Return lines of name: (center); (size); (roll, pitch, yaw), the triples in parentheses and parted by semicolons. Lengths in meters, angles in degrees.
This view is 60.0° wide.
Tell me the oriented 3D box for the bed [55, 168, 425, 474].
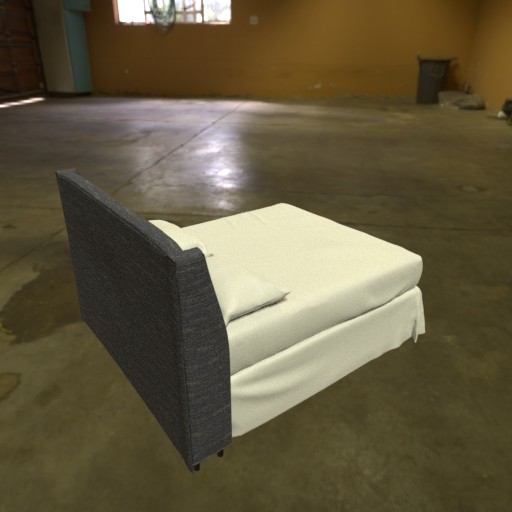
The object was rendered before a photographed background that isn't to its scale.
bed: (0.000, 0.000, 3.411); (2.276, 1.332, 1.925); (-17, 30, -33)
